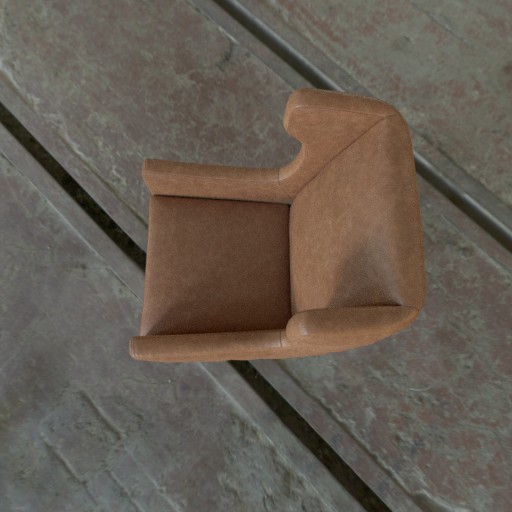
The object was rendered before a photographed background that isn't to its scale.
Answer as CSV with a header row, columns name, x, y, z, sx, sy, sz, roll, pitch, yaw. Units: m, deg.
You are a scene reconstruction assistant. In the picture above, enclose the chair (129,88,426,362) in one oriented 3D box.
name,x,y,z,sx,sy,sz,roll,pitch,yaw
chair,0.000,0.000,1.653,0.899,1.079,0.766,0,75,0
